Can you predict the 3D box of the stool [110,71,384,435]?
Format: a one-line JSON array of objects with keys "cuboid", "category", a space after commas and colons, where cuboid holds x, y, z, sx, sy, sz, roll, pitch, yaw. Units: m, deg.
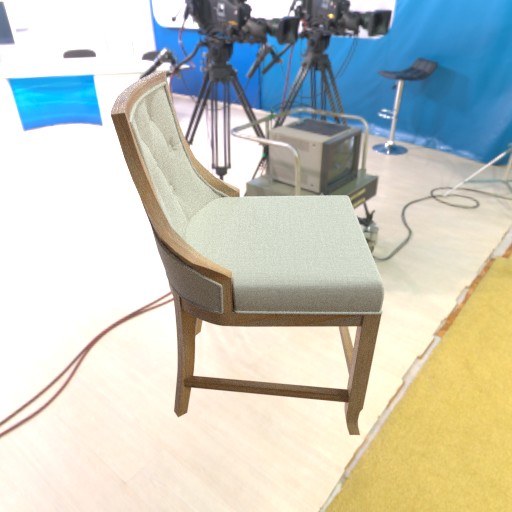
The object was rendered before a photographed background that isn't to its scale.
[{"cuboid": [0.000, 0.000, 1.296, 0.626, 0.938, 0.524, 0, 32, 0], "category": "stool"}]
